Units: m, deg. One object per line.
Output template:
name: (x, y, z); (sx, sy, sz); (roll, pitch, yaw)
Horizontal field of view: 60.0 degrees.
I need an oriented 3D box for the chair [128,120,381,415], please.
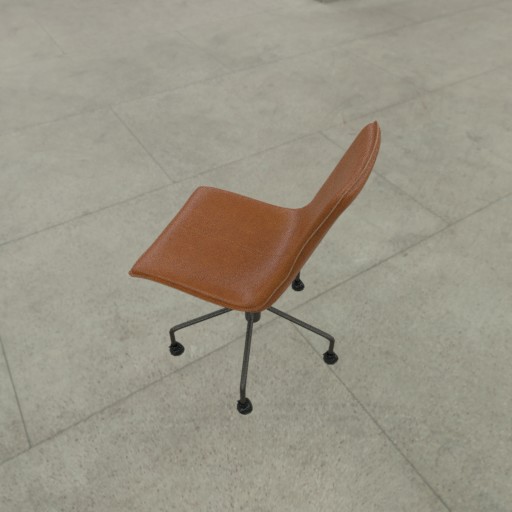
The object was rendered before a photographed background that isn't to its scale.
chair: (0.000, 0.000, 1.429); (0.660, 0.920, 0.651); (16, 48, 15)
